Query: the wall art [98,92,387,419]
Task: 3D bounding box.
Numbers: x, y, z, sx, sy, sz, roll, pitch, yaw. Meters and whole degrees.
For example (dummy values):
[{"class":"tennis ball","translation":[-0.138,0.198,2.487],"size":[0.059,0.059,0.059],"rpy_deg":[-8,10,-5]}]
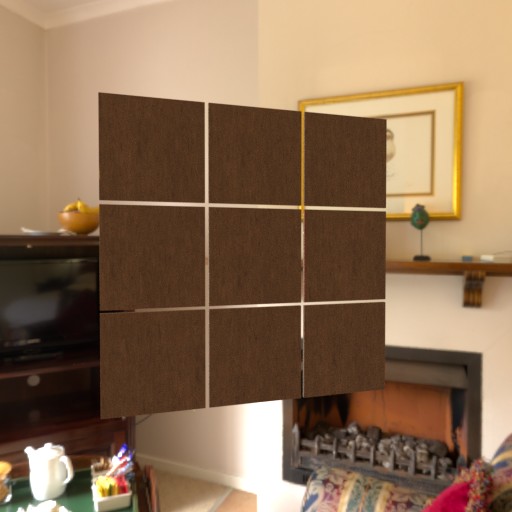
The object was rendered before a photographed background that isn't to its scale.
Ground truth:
[{"class":"wall art","translation":[0.000,0.000,1.824],"size":[1.215,1.213,0.013],"rpy_deg":[0,1,-17]}]
